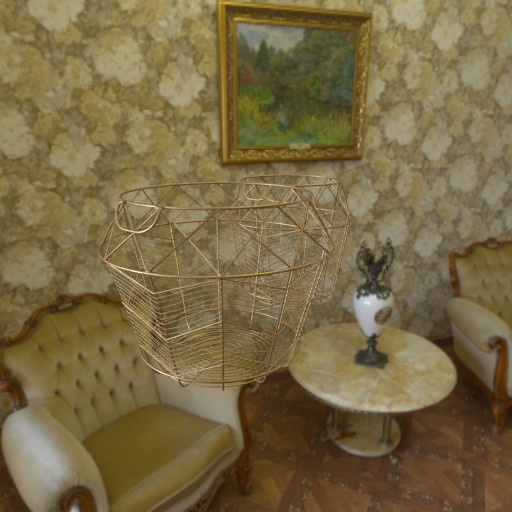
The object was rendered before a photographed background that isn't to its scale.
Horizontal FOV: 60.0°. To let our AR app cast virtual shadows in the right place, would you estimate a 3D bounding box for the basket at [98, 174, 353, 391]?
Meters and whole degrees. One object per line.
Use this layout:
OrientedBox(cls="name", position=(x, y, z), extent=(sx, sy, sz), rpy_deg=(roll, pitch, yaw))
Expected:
OrientedBox(cls="basket", position=(0.000, 0.000, 1.047), extent=(0.451, 0.343, 0.805), rpy_deg=(7, 17, 23))
